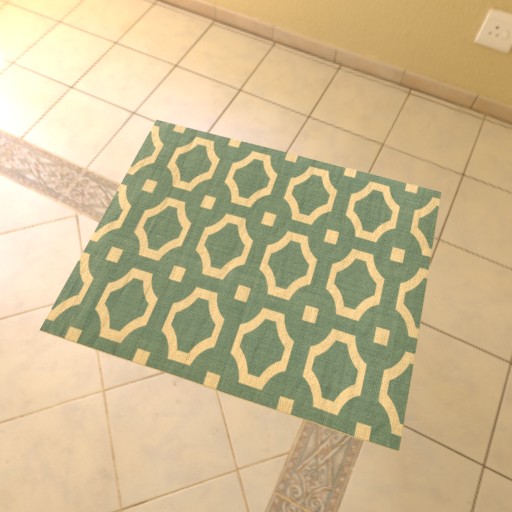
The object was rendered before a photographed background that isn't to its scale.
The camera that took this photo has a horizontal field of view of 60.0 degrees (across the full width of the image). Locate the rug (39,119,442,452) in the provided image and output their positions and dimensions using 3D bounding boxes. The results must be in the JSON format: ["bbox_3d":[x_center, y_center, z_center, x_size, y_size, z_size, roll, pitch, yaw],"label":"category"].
[{"bbox_3d":[0.000,0.000,4.042,3.049,0.021,2.466,16,65,8],"label":"rug"}]
